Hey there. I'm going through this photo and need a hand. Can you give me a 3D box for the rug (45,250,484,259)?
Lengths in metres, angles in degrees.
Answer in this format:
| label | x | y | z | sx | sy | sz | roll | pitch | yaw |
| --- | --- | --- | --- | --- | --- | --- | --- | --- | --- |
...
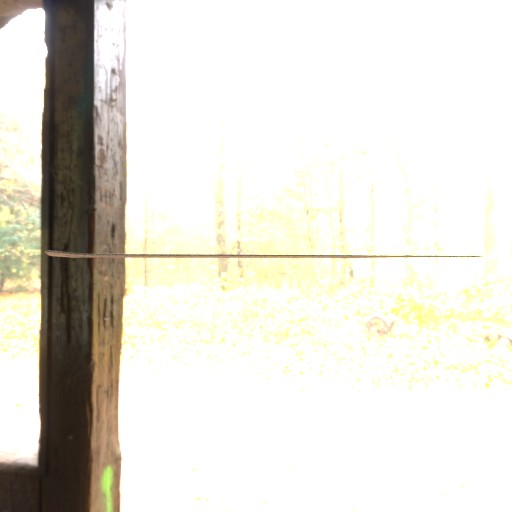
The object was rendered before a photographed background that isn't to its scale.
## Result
| label | x | y | z | sx | sy | sz | roll | pitch | yaw |
| --- | --- | --- | --- | --- | --- | --- | --- | --- | --- |
| rug | 0.000 | 0.000 | 2.433 | 1.947 | 0.023 | 1.214 | 0 | -1 | -17 |
